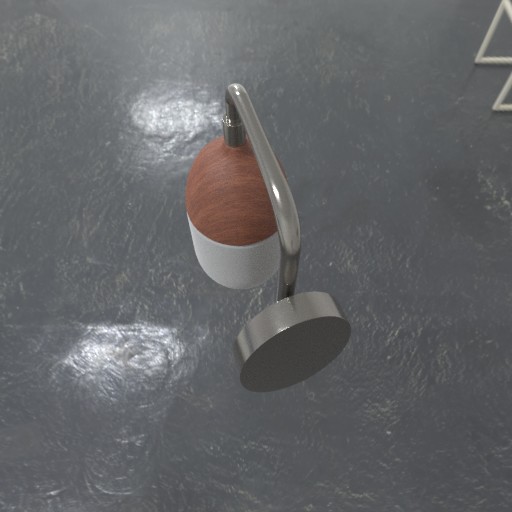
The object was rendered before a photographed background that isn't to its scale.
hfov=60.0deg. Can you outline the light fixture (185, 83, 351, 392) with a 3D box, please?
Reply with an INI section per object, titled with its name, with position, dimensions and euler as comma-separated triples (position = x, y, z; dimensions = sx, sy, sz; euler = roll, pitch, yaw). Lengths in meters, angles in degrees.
[light fixture]
position = 0.000, 0.000, 0.446
dimensions = 0.108, 0.343, 0.216
euler = -17, 59, -10
